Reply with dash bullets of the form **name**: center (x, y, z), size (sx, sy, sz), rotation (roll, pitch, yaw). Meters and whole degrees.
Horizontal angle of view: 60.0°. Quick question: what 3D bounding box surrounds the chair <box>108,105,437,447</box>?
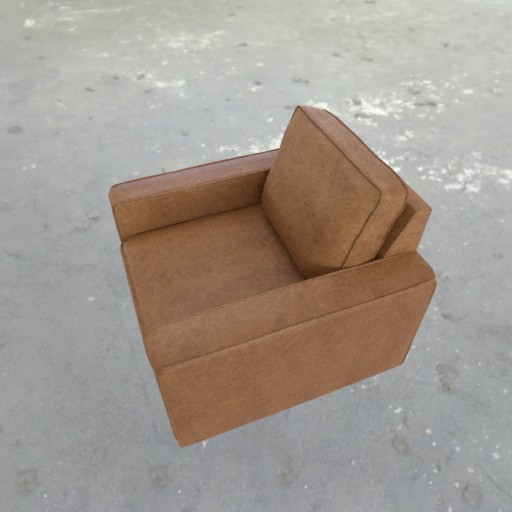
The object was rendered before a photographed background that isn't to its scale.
- **chair**: center (0.000, 0.000, 1.770), size (1.027, 0.901, 0.987), rotation (-18, 48, -17)
